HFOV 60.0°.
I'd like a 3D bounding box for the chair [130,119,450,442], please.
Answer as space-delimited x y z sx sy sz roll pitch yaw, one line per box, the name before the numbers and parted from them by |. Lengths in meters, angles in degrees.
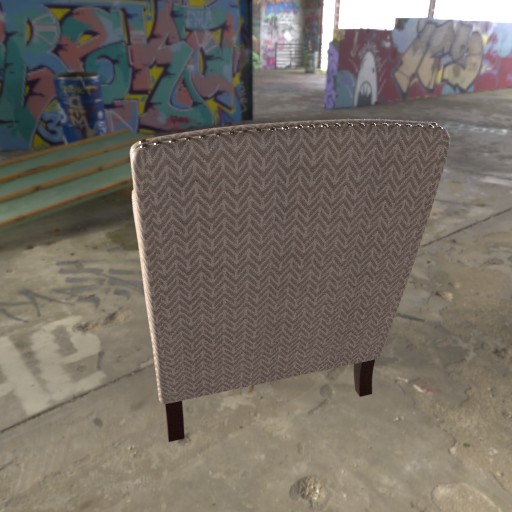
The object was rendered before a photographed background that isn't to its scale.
chair | 0.000 0.000 1.237 0.623 0.816 0.651 -8 27 -15
